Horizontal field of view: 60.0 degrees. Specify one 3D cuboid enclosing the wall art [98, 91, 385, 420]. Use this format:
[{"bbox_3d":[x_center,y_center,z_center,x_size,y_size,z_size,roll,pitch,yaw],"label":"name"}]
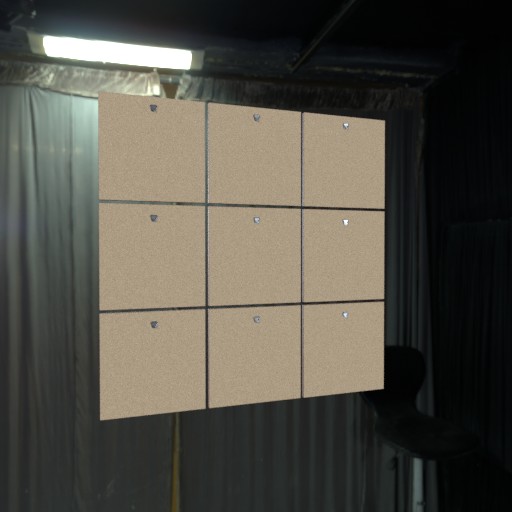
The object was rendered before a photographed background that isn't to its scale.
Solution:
[{"bbox_3d":[0.000,0.000,1.358,0.906,0.904,0.018,0,1,-18],"label":"wall art"}]
